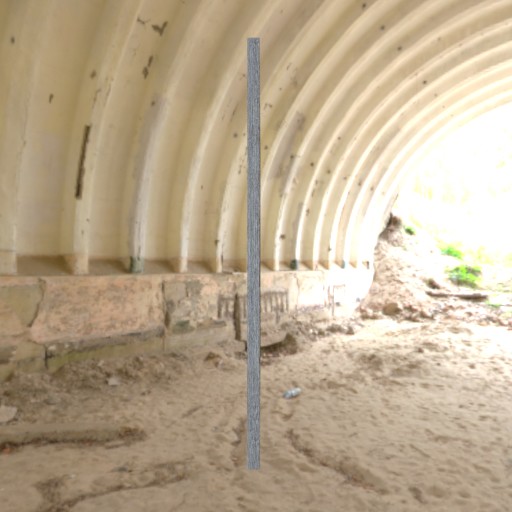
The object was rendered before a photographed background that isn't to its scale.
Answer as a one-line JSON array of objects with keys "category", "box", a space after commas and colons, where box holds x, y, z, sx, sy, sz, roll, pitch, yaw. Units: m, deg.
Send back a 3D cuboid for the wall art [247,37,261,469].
[{"category": "wall art", "box": [0.000, 0.000, 1.044, 0.020, 0.685, 0.685, 0, -1, 1]}]
